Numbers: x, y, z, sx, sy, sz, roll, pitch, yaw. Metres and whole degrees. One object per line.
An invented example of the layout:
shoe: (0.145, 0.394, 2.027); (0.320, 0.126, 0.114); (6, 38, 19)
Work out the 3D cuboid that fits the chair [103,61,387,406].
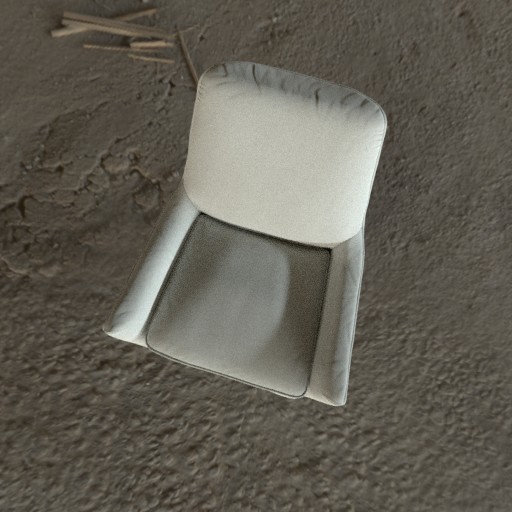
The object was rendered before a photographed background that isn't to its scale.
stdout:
chair: (0.000, 0.000, 1.493); (0.787, 0.888, 0.822); (16, 76, 4)
